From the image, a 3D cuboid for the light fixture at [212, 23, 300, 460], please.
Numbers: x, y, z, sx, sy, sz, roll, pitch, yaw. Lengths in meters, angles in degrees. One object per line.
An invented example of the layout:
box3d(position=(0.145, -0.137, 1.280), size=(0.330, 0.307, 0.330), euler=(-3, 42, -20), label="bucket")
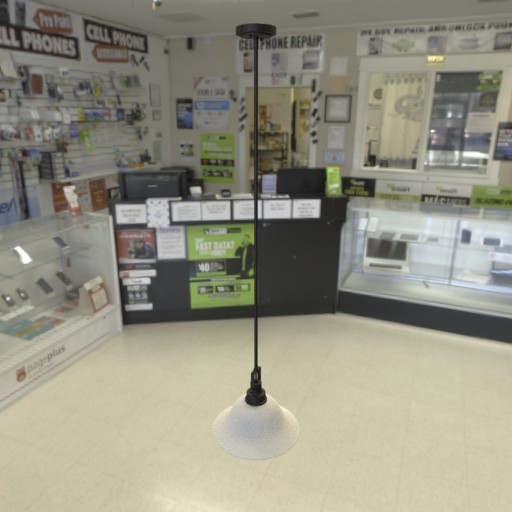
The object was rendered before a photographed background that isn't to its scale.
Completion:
box3d(position=(0.000, 0.000, 1.437), size=(0.324, 1.337, 0.324), euler=(8, 19, 24), label="light fixture")
